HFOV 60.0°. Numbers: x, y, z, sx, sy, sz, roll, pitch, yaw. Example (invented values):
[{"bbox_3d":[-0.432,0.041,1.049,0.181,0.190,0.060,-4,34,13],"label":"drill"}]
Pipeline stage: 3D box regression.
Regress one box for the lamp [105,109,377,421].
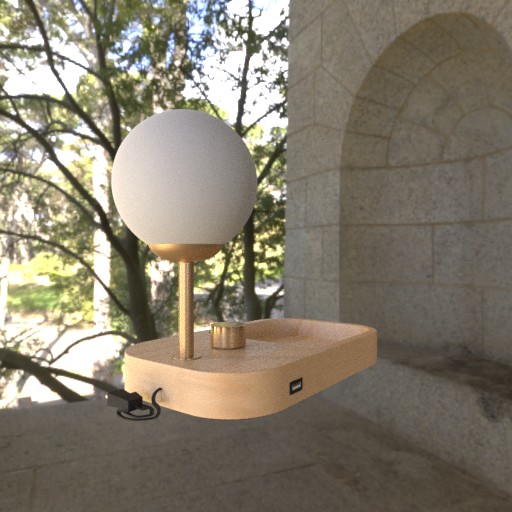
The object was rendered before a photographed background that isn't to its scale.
[{"bbox_3d":[0.000,0.000,0.471,0.173,0.253,0.331,0,0,37],"label":"lamp"}]
